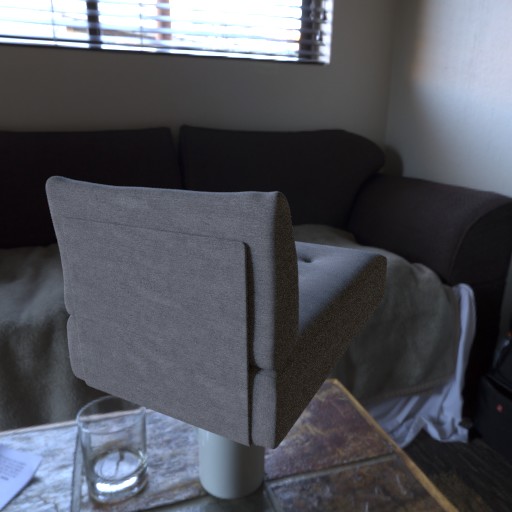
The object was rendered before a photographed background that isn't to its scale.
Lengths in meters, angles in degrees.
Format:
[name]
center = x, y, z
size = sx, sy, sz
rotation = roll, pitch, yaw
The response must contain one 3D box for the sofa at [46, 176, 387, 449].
[sofa]
center = 0.000, 0.000, 2.031
size = 0.930, 0.820, 1.450
rotation = 9, 19, 27
